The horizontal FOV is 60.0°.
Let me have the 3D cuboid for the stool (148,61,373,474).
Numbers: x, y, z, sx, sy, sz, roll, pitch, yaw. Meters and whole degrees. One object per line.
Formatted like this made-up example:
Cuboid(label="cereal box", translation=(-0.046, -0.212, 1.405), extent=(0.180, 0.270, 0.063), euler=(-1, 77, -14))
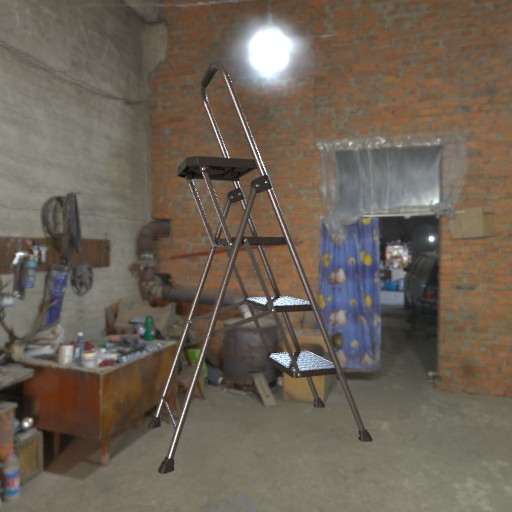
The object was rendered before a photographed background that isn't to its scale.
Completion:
Cuboid(label="stool", translation=(0.000, 0.000, 1.597), extent=(0.733, 1.277, 0.396), euler=(0, 0, -19))
